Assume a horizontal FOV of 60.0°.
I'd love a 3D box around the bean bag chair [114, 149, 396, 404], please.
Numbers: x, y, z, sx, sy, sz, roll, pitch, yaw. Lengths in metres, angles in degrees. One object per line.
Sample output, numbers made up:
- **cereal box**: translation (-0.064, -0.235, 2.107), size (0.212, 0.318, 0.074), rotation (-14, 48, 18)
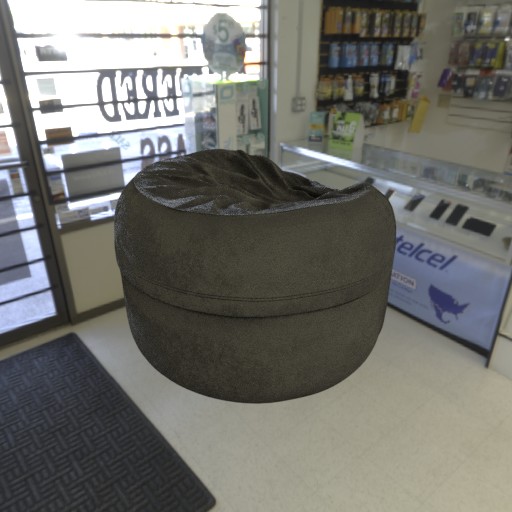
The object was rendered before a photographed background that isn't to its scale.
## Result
- **bean bag chair**: translation (0.000, 0.000, 1.525), size (0.918, 0.605, 0.918), rotation (0, 26, 0)
